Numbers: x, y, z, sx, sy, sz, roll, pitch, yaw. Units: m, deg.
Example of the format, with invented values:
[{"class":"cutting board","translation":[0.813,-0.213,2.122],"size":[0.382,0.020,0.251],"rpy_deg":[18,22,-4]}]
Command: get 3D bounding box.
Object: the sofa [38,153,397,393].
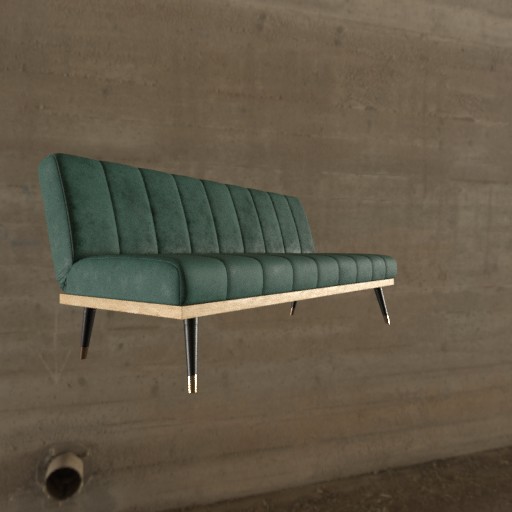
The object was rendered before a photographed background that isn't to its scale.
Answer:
[{"class":"sofa","translation":[0.000,0.000,2.237],"size":[0.830,0.820,1.810],"rpy_deg":[0,1,37]}]
